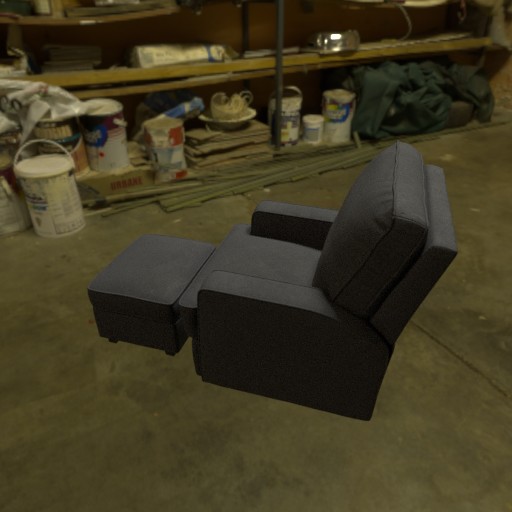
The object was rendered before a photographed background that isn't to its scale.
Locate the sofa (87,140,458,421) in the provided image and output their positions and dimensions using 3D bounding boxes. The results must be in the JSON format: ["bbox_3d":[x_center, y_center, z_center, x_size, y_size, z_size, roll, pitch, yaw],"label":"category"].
[{"bbox_3d":[0.000,0.000,1.977,1.472,0.959,0.861,9,32,14],"label":"sofa"}]
